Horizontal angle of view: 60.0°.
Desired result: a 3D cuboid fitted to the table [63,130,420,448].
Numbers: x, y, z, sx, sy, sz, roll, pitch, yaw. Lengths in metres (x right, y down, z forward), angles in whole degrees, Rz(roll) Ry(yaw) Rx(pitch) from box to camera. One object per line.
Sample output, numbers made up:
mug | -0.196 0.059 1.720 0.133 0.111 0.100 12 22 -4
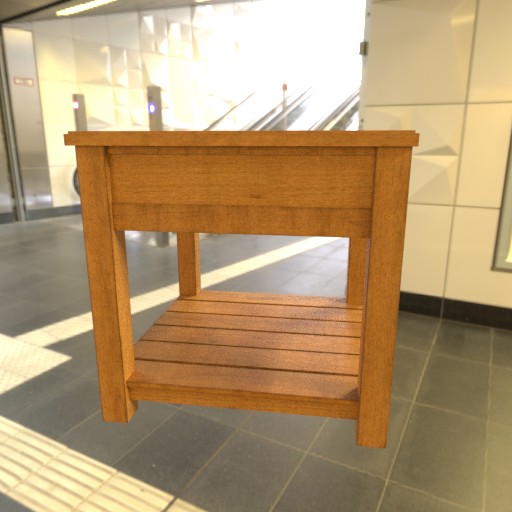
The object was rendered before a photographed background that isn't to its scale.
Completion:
table | 0.000 0.000 1.108 0.612 0.593 0.616 2 15 8
